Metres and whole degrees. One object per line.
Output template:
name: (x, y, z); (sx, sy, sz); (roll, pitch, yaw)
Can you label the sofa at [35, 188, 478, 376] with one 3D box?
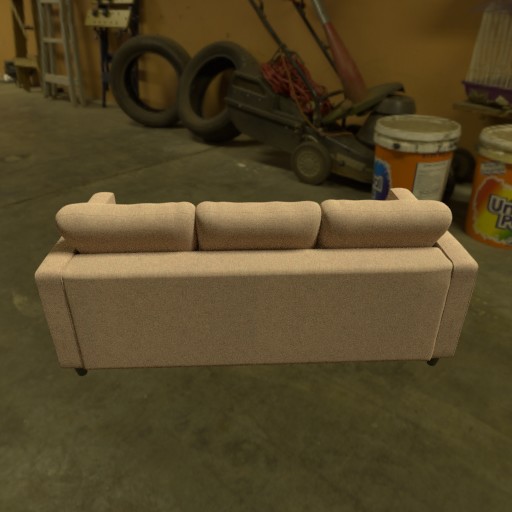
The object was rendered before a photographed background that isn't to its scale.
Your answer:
sofa: (0.000, 0.000, 2.323); (1.855, 0.800, 0.930); (-1, 29, -2)
